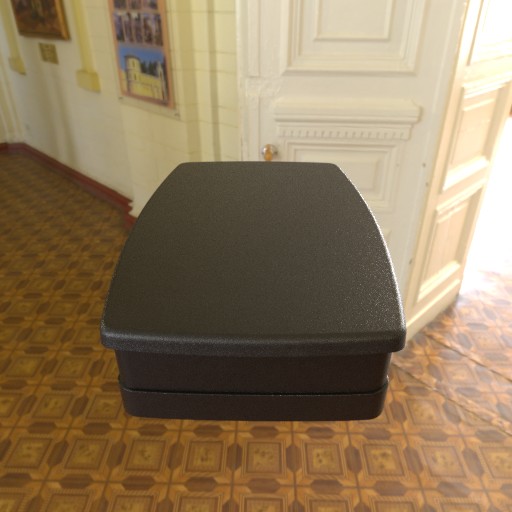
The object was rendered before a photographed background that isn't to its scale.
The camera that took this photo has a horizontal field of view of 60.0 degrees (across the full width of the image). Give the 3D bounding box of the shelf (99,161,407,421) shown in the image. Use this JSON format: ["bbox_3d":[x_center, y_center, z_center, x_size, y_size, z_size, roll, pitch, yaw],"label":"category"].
[{"bbox_3d":[0.000,0.000,0.532,0.280,0.100,0.410,0,31,1],"label":"shelf"}]
